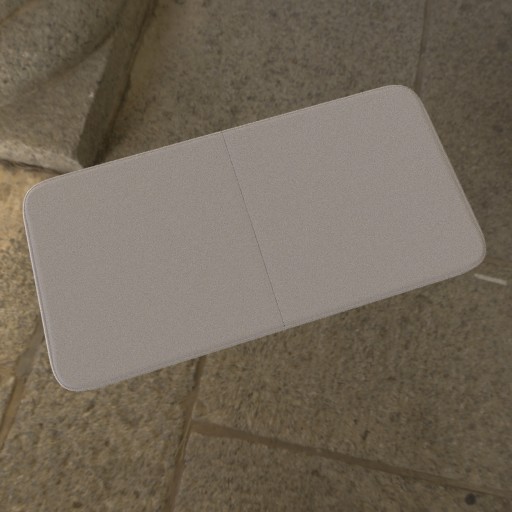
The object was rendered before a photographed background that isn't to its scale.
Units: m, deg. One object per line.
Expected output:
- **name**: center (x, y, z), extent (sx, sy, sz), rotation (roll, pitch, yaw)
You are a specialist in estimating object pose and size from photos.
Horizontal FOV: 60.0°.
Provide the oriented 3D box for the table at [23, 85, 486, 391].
- **table**: center (0.000, 0.000, 1.599), extent (1.245, 0.737, 0.611), rotation (-17, 76, -4)
